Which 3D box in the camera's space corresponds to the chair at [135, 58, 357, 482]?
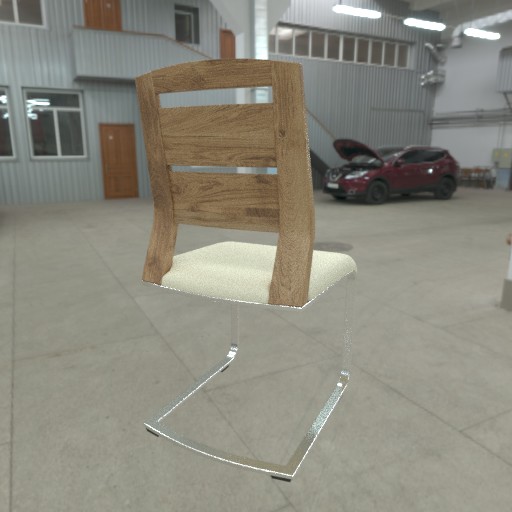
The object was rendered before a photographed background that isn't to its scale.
[{"bbox_3d":[0.000,0.000,1.256,0.457,0.955,0.561,7,15,26],"label":"chair"}]
